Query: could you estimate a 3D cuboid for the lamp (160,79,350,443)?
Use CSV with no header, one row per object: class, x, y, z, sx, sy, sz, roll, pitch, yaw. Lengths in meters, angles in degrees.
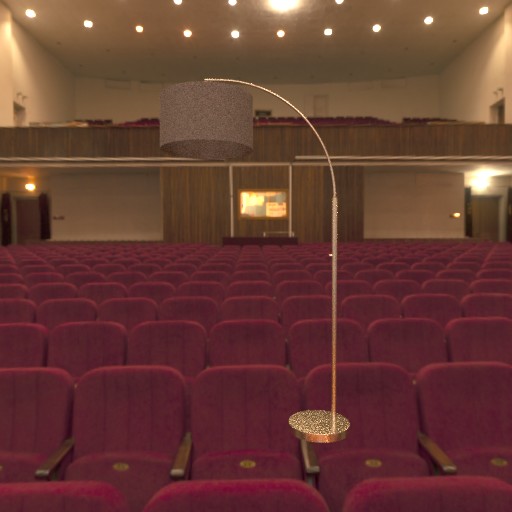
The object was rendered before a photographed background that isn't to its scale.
lamp,0.000,0.000,2.194,0.934,1.735,0.452,0,1,0
